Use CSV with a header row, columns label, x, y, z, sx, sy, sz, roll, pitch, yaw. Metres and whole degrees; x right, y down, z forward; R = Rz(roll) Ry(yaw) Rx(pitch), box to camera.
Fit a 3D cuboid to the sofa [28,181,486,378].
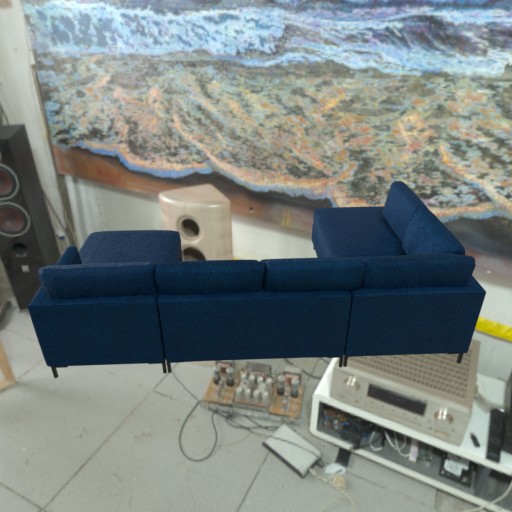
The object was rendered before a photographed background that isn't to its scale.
label,x,y,z,sx,sy,sz,roll,pitch,yaw
sofa,0.000,0.000,4.255,3.434,0.992,2.055,-1,30,-2
